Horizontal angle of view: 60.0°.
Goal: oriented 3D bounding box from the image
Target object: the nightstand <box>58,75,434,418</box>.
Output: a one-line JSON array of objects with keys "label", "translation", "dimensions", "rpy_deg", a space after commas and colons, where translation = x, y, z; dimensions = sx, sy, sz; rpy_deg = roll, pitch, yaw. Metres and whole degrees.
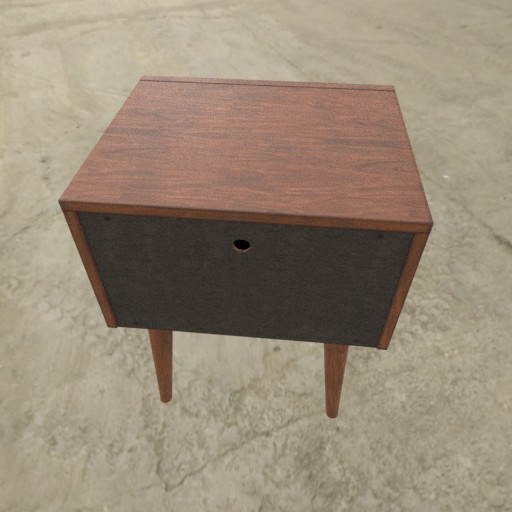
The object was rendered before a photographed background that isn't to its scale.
[{"label": "nightstand", "translation": [0.000, 0.000, 0.979], "dimensions": [0.521, 0.607, 0.445], "rpy_deg": [4, 45, 4]}]
